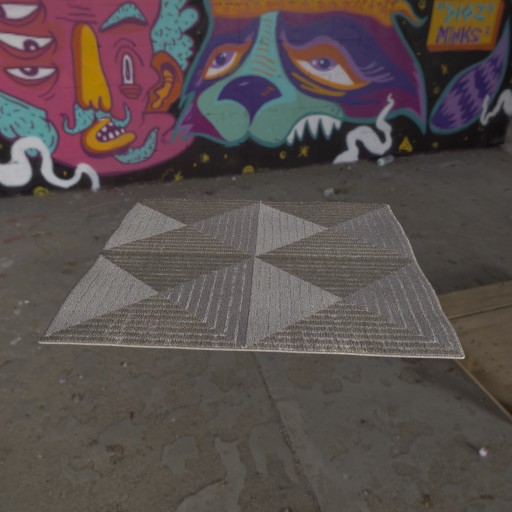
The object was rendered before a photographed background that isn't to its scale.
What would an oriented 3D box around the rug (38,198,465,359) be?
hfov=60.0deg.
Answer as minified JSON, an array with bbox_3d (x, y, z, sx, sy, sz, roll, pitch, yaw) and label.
[{"bbox_3d":[0.000,0.000,0.890,0.642,0.008,0.551,2,31,3],"label":"rug"}]
